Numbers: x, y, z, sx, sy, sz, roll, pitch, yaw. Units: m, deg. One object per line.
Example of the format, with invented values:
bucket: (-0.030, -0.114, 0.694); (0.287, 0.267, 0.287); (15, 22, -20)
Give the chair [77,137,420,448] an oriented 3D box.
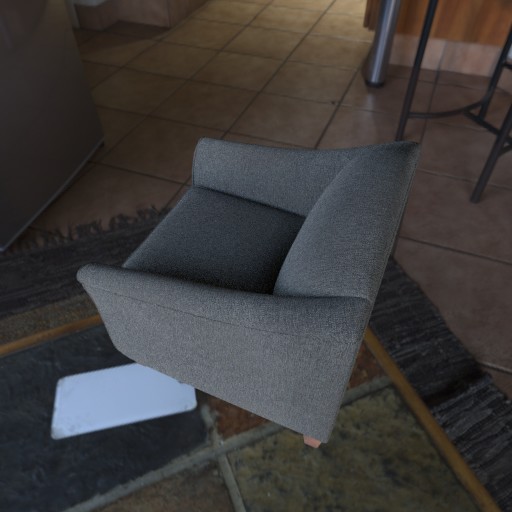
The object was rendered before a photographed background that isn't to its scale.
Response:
chair: (0.000, 0.000, 1.439); (0.787, 0.839, 0.763); (18, 50, 16)
